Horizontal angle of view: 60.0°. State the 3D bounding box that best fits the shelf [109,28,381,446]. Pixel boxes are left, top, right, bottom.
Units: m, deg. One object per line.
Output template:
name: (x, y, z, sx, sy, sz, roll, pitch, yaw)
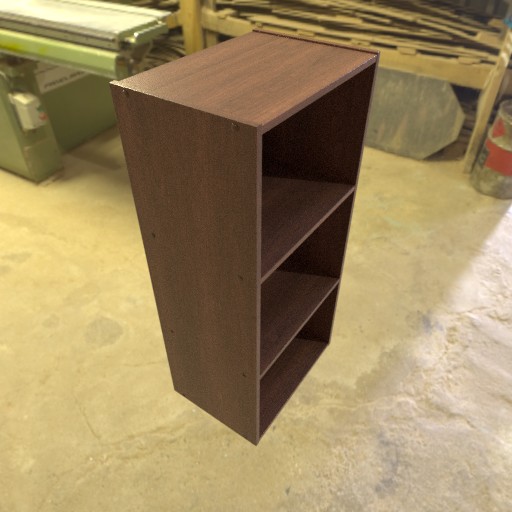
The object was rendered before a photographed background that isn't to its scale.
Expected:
shelf: (0.000, 0.000, 1.062, 0.290, 0.879, 0.414, 25, 46, 26)
